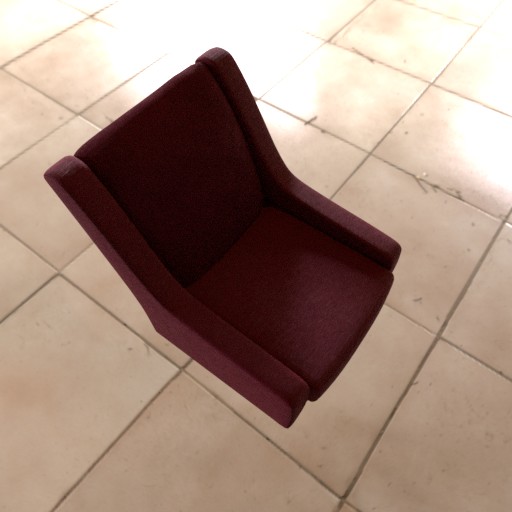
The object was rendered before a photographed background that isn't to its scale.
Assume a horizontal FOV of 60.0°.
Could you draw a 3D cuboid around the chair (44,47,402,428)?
[{"bbox_3d":[0.000,0.000,1.701,0.985,1.017,0.793,32,63,19],"label":"chair"}]
